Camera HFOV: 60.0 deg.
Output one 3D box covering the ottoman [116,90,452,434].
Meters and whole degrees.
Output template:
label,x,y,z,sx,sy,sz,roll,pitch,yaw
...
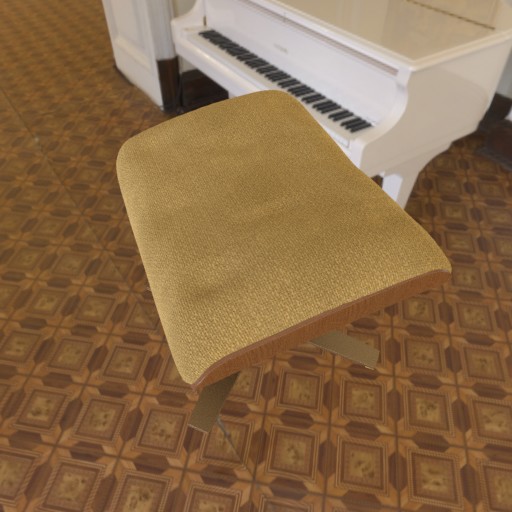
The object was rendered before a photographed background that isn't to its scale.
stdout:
label,x,y,z,sx,sy,sz,roll,pitch,yaw
ottoman,0.000,0.000,0.803,0.394,0.391,0.520,-16,48,-15
